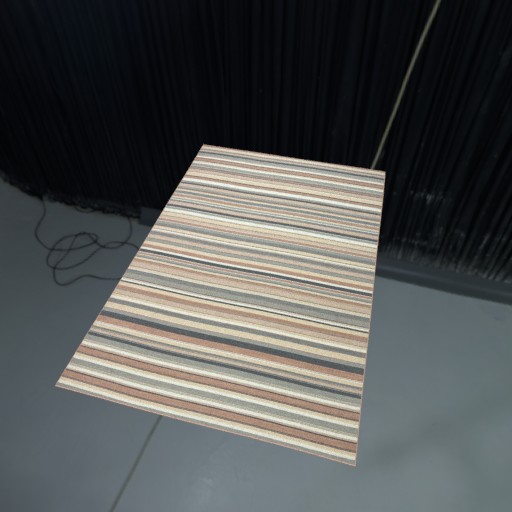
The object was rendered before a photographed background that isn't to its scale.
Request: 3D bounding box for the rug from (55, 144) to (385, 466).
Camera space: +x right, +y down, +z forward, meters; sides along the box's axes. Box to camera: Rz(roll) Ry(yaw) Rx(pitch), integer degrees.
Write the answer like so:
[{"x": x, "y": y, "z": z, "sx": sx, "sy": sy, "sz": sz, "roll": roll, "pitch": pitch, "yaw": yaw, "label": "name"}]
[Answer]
[{"x": 0.000, "y": 0.000, "z": 2.307, "sx": 1.219, "sy": 0.008, "sz": 1.829, "roll": 11, "pitch": 48, "yaw": 10, "label": "rug"}]
